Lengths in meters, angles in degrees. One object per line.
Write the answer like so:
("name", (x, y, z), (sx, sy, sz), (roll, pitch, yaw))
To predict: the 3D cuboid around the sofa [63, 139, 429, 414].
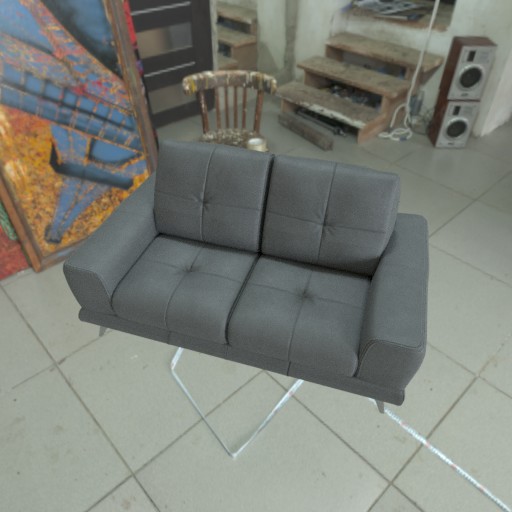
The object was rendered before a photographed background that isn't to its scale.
("sofa", (0.000, 0.000, 2.437), (1.806, 0.907, 1.018), (12, 42, 13))
